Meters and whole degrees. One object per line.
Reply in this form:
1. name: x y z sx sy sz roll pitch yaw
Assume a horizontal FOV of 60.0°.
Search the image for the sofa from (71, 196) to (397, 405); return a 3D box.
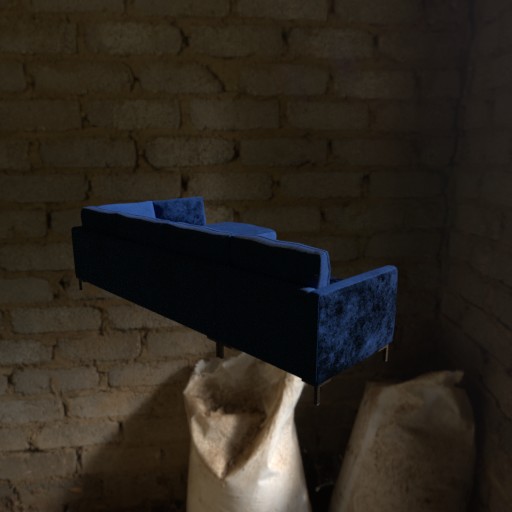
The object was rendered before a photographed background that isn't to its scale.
1. sofa: 0.000 0.000 3.274 2.486 0.687 1.707 13 18 43
